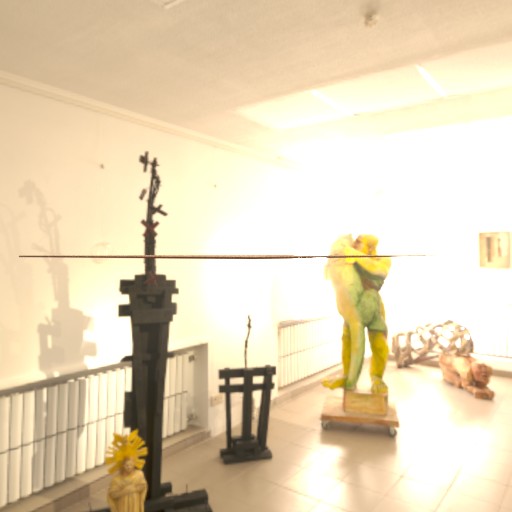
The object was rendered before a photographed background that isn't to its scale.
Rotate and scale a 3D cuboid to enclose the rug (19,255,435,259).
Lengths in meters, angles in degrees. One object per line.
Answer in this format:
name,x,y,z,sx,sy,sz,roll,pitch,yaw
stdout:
rug,0.000,0.000,4.141,2.381,0.013,3.197,0,0,37
